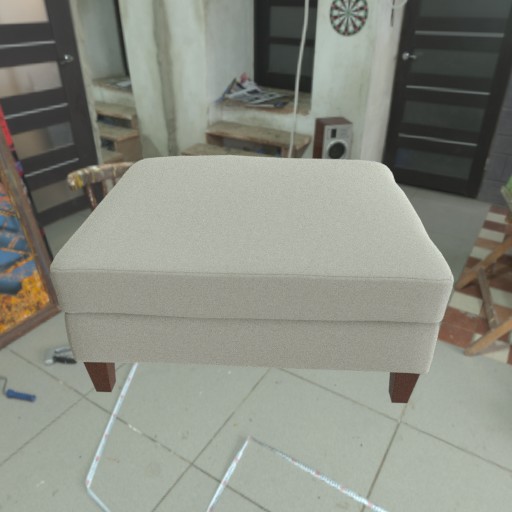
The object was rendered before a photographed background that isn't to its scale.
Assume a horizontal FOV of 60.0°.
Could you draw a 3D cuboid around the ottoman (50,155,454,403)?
[{"bbox_3d":[0.000,0.000,1.477,0.976,0.492,0.836,1,31,2],"label":"ottoman"}]
